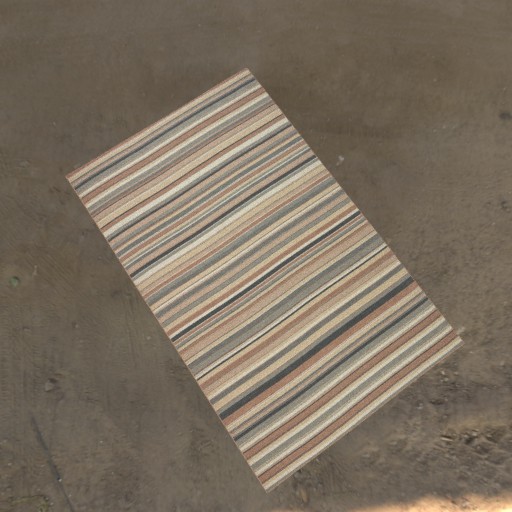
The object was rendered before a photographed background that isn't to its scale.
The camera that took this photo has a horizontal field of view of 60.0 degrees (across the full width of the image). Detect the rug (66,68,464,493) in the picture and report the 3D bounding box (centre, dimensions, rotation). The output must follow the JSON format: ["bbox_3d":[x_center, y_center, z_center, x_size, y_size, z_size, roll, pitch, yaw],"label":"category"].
[{"bbox_3d":[0.000,0.000,2.939,1.523,0.014,2.438,-34,79,-8],"label":"rug"}]
